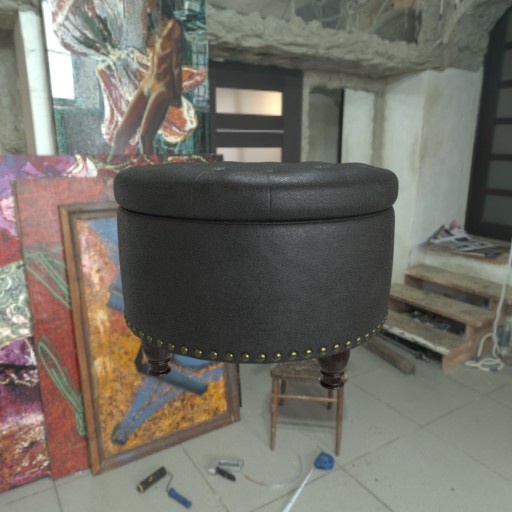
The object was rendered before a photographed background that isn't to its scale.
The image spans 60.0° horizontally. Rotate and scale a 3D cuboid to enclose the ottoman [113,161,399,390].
[{"bbox_3d":[0.000,0.000,1.077,0.637,0.442,0.637,0,14,0],"label":"ottoman"}]
